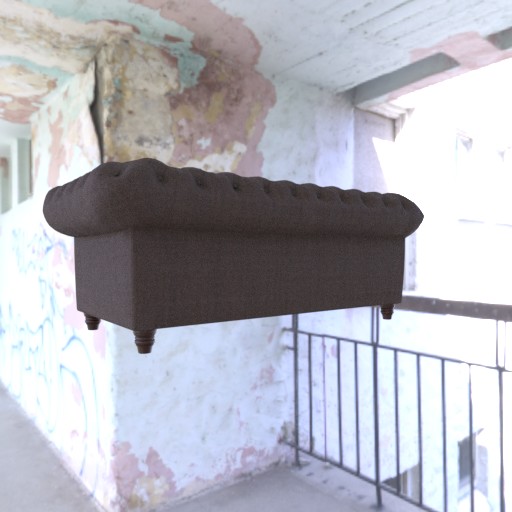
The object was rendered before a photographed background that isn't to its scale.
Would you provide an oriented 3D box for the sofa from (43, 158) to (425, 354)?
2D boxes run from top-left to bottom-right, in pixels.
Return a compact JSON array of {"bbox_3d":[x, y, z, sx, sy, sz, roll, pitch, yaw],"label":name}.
[{"bbox_3d":[0.000,0.000,2.500,2.048,0.780,0.944,0,0,-37],"label":"sofa"}]
